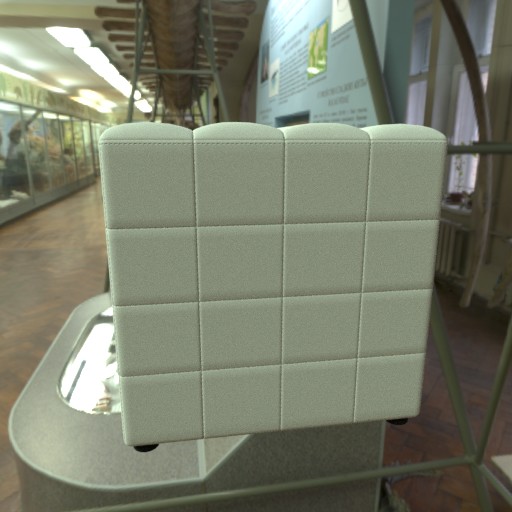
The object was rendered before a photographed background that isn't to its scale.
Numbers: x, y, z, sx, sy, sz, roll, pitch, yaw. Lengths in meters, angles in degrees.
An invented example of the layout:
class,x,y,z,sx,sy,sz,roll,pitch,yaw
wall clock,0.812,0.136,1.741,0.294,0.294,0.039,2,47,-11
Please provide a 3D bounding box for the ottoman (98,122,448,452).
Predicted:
class,x,y,z,sx,sy,sz,roll,pitch,yaw
ottoman,0.000,0.000,0.772,0.425,0.432,0.425,-2,15,-9
